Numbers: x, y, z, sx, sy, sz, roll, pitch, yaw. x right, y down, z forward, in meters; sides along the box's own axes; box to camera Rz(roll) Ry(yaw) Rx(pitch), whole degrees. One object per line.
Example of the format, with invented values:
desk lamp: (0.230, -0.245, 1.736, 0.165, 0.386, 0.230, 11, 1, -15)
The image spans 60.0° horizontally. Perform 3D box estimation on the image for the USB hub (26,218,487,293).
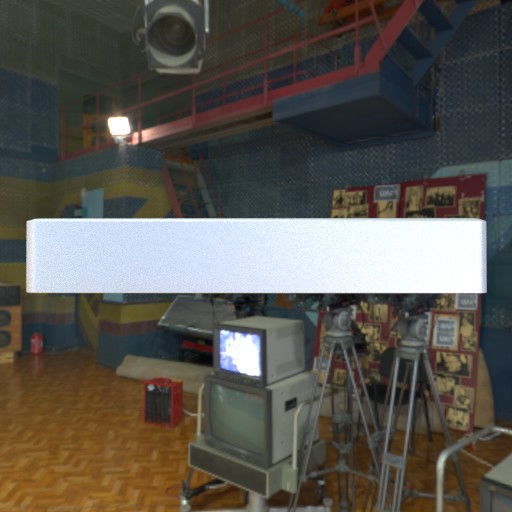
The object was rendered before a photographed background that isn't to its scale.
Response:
USB hub: (0.000, 0.000, 0.158, 0.145, 0.023, 0.044, 0, 0, 0)
